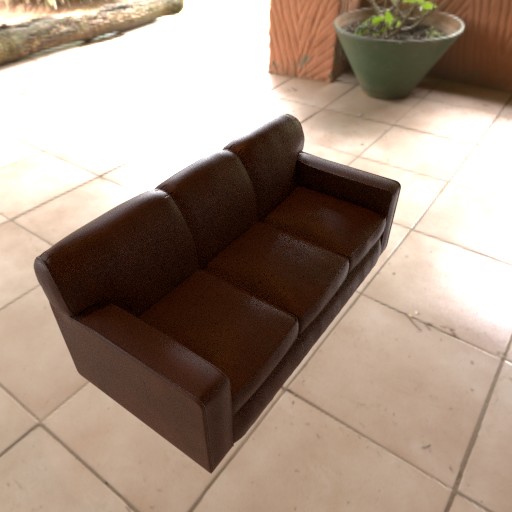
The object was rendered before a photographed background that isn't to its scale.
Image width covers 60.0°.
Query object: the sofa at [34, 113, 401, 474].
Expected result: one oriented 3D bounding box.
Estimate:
[{"bbox_3d":[0.000,0.000,2.584,1.008,0.953,2.039,24,45,27],"label":"sofa"}]
